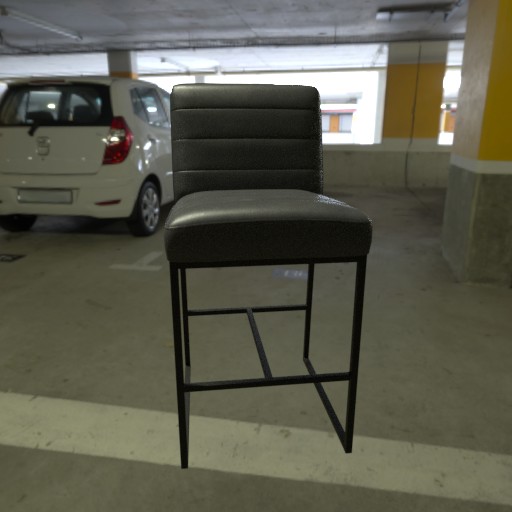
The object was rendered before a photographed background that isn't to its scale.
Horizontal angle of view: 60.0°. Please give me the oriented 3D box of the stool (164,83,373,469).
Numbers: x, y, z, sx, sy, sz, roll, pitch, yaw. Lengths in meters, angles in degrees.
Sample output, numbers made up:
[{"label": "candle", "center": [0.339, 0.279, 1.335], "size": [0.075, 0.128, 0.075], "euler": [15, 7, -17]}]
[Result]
[{"label": "stool", "center": [0.000, 0.000, 1.232], "size": [0.457, 0.938, 0.552], "euler": [-2, 16, -7]}]
